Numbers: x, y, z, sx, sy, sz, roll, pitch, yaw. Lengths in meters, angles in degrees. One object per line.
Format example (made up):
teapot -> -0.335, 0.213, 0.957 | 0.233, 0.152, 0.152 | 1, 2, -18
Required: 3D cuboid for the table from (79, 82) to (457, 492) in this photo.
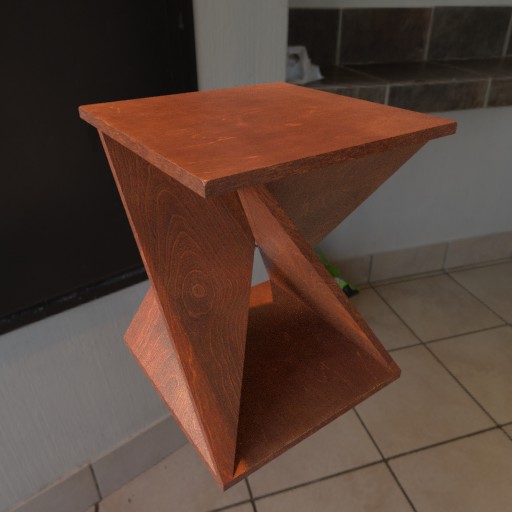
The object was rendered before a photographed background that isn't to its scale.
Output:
table -> 0.000, 0.000, 0.828 | 0.427, 0.520, 0.427 | -20, 36, -30
